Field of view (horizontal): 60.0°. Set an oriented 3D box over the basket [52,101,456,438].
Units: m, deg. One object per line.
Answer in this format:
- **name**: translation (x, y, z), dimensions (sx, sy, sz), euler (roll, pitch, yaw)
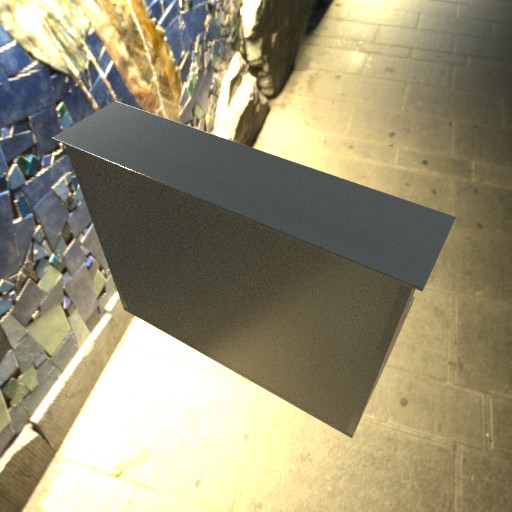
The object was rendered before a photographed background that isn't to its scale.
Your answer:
- **basket**: translation (0.000, 0.000, 1.101), dimensions (0.780, 0.600, 0.350), euler (24, 51, 21)
